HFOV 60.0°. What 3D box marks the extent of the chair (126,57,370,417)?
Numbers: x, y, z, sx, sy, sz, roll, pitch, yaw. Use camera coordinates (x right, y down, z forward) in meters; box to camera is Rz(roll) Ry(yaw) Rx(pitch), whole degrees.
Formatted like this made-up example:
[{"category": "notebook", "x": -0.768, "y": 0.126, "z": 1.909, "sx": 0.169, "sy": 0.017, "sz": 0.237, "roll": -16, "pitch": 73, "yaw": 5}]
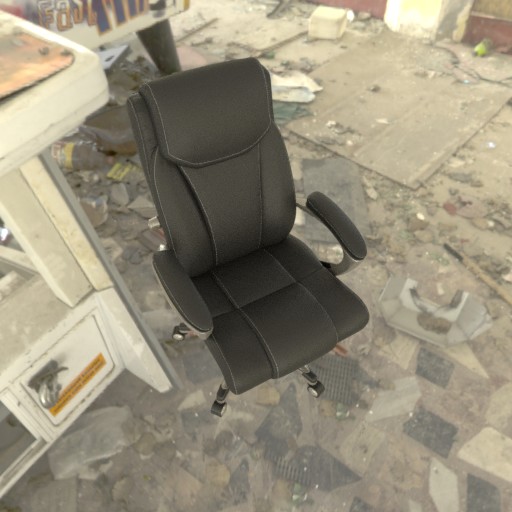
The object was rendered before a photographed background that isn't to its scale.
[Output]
[{"category": "chair", "x": 0.000, "y": 0.000, "z": 1.637, "sx": 0.741, "sy": 1.167, "sz": 0.784, "roll": -23, "pitch": 51, "yaw": -20}]
